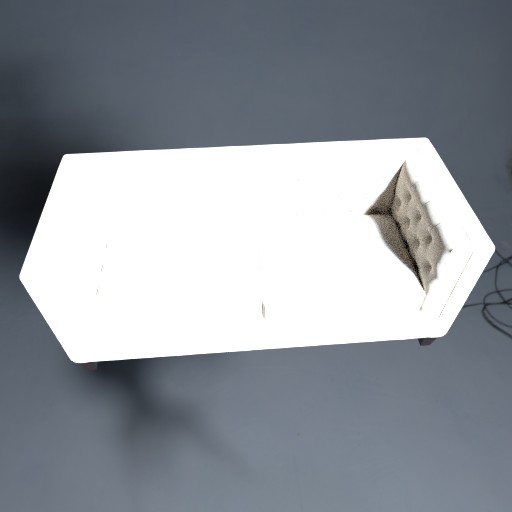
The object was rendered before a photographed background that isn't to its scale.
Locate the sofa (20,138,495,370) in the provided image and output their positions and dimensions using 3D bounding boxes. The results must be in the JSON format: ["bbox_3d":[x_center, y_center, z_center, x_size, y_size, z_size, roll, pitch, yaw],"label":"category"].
[{"bbox_3d":[0.000,0.000,2.173,1.778,0.762,0.775,-3,48,-3],"label":"sofa"}]
